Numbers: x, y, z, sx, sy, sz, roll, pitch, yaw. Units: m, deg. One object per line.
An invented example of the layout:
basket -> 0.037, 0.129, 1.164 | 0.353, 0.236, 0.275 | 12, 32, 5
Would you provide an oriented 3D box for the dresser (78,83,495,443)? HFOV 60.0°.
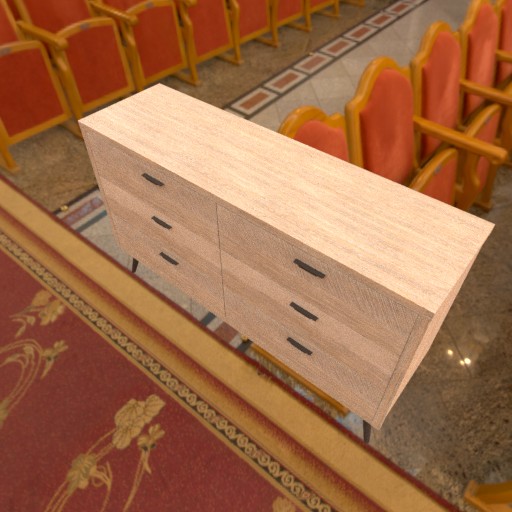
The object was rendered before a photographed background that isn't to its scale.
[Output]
dresser -> 0.000, 0.000, 1.902 | 1.524, 0.914, 0.457 | 31, 53, 26
